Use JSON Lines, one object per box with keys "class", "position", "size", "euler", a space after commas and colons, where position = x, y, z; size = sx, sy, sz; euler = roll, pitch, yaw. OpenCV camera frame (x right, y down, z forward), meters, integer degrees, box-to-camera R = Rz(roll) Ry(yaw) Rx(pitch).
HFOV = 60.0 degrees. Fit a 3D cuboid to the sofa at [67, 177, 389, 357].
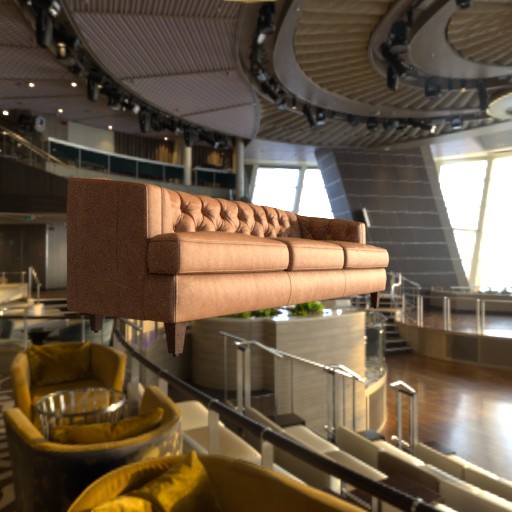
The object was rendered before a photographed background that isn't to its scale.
{"class": "sofa", "position": [0.000, 0.000, 2.756], "size": [0.922, 0.791, 2.257], "euler": [0, -1, 36]}
